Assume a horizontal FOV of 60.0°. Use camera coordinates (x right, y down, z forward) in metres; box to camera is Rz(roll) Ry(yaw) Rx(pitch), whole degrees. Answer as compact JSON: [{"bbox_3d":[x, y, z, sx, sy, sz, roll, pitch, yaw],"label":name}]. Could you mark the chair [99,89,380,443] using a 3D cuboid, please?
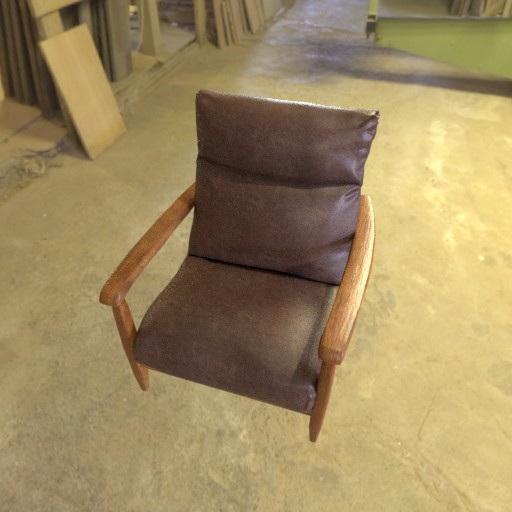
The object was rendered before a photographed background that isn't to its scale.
[{"bbox_3d":[0.000,0.000,1.550,0.782,0.897,0.830,12,42,13],"label":"chair"}]
